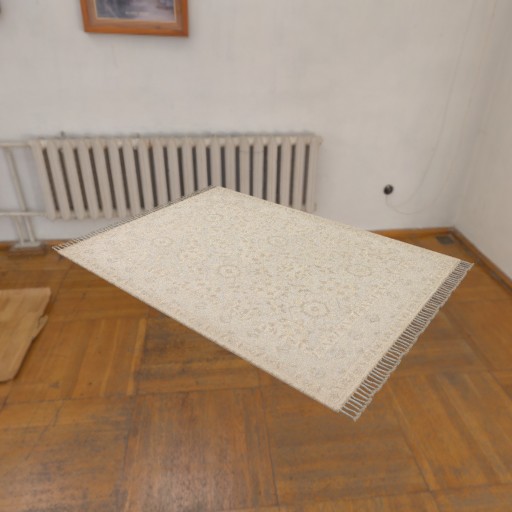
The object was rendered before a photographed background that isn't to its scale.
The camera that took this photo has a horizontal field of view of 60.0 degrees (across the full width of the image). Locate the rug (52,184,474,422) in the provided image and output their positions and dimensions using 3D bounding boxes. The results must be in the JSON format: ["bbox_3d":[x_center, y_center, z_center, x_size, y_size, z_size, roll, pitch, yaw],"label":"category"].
[{"bbox_3d":[0.000,0.000,2.253,1.771,0.015,1.223,22,36,33],"label":"rug"}]
